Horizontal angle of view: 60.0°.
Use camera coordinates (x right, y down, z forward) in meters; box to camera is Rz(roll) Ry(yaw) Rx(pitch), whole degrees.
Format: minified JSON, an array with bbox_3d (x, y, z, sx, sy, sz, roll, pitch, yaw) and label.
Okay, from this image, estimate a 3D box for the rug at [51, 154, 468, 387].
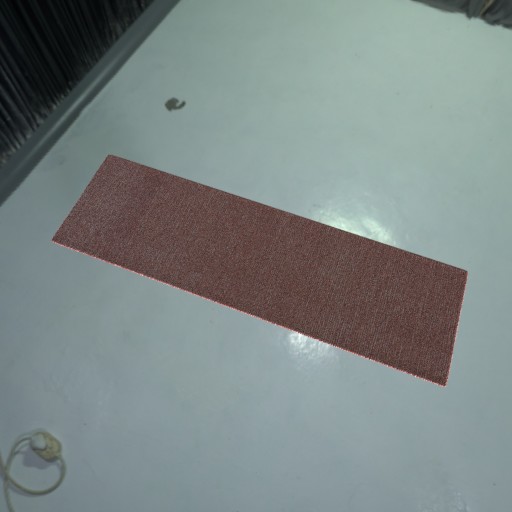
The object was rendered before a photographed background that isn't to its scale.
[{"bbox_3d":[0.000,0.000,2.542,2.307,0.012,0.687,19,65,9],"label":"rug"}]
